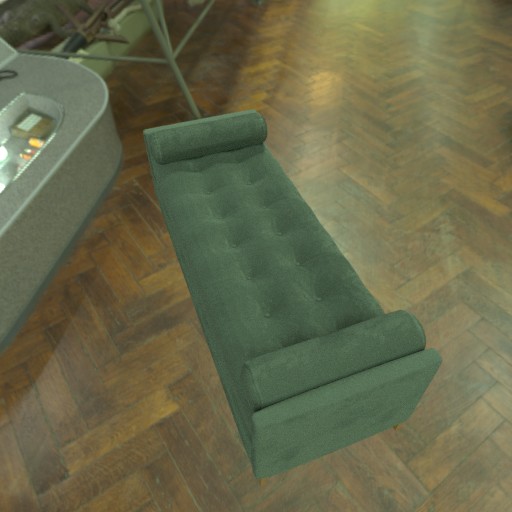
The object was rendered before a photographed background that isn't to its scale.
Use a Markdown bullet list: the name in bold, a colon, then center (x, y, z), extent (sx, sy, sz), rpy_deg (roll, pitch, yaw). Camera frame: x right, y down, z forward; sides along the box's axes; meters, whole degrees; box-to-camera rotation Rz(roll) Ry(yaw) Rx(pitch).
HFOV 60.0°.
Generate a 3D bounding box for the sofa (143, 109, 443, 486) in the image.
- **sofa**: center (0.000, 0.000, 2.483), extent (0.796, 0.705, 2.102), rpy_deg (-15, 48, -14)
